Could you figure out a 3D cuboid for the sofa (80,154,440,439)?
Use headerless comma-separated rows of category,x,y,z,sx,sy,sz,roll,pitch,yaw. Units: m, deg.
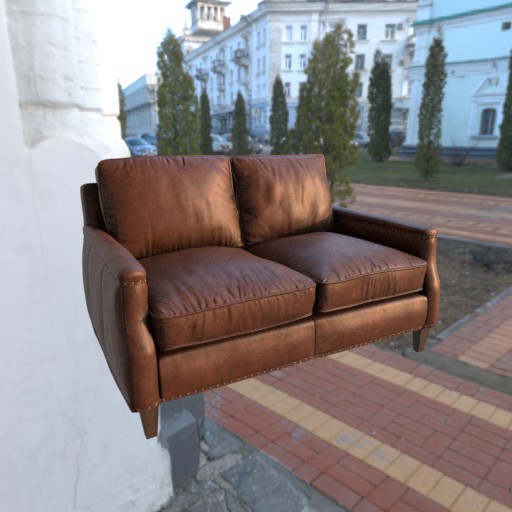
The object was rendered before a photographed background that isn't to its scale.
sofa,0.000,0.000,2.290,1.628,1.003,1.083,-8,17,-28
